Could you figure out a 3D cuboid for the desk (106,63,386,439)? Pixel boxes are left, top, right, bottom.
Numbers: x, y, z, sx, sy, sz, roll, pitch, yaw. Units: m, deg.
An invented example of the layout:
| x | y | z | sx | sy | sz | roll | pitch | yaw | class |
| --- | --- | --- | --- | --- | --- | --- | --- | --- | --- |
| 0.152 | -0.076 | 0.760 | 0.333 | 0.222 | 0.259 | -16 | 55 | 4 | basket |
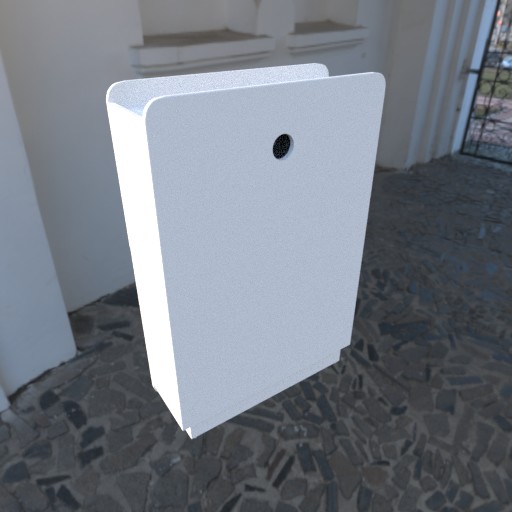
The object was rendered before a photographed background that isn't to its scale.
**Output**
| x | y | z | sx | sy | sz | roll | pitch | yaw | class |
| --- | --- | --- | --- | --- | --- | --- | --- | --- | --- |
| 0.000 | 0.000 | 1.569 | 0.795 | 1.190 | 0.278 | -19 | 35 | -29 | desk |
